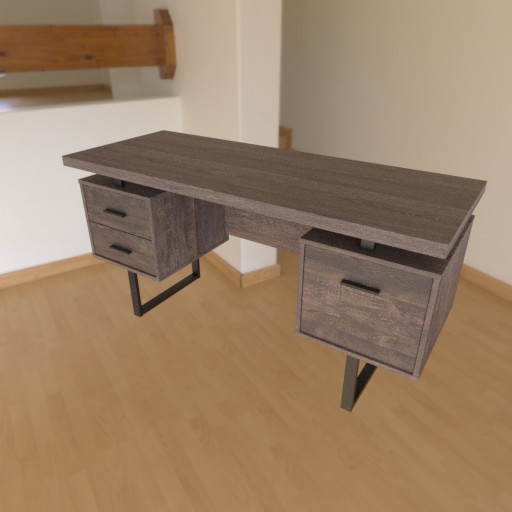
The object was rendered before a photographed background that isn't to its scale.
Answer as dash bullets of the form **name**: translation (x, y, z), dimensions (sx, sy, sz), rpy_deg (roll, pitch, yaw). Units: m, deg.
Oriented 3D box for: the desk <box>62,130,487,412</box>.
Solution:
- **desk**: translation (0.000, 0.000, 1.859), dimensions (1.524, 0.760, 0.600), rpy_deg (17, 32, 29)
